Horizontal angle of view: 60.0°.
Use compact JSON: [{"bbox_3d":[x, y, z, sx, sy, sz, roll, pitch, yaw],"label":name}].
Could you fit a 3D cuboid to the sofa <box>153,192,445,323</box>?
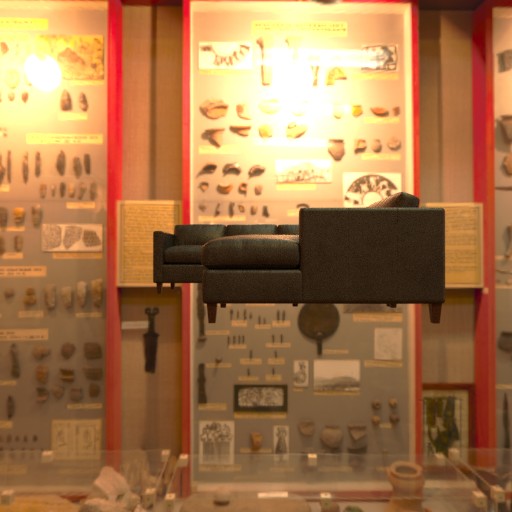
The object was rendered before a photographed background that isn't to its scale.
[{"bbox_3d":[0.000,0.000,4.490,2.452,0.891,3.324,0,0,0],"label":"sofa"}]
